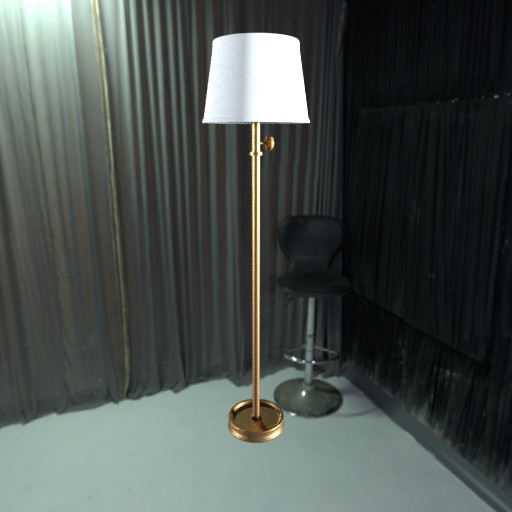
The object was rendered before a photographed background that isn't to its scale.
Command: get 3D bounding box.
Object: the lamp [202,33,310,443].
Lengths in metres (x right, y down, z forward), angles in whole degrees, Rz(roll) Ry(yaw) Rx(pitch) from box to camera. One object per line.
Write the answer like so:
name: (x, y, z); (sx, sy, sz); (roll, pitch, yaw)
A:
lamp: (0.000, 0.000, 0.804); (0.178, 0.710, 0.178); (0, 16, 0)
